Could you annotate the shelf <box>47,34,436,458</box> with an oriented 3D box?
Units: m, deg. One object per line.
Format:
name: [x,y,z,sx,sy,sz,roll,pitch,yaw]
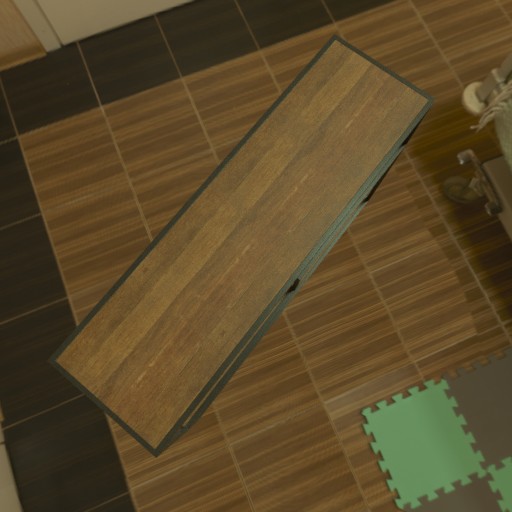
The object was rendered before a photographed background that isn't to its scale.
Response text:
shelf: [0.000,0.000,1.539,0.361,0.765,1.201,37,79,9]
